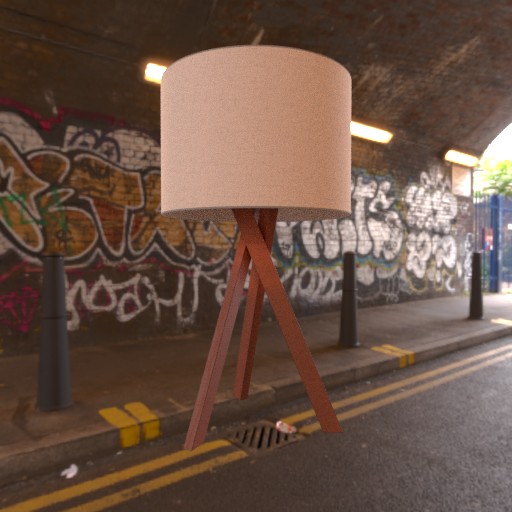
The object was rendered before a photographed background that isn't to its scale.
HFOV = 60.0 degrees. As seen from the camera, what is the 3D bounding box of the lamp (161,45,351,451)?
[{"bbox_3d":[0.000,0.000,0.908,0.380,0.686,0.380,0,1,0],"label":"lamp"}]
